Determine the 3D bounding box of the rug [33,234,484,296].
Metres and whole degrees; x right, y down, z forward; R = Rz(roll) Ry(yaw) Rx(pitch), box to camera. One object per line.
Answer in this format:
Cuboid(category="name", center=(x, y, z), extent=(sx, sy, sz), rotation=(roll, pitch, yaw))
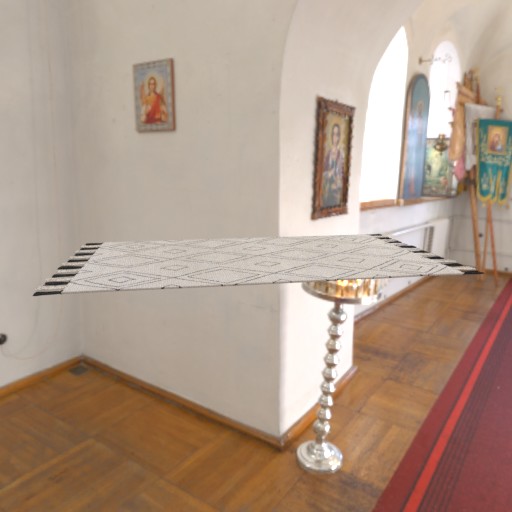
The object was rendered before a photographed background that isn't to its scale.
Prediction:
Cuboid(category="rug", center=(0.000, 0.000, 3.345), extent=(2.755, 0.021, 1.524), rotation=(-2, 13, -10))
